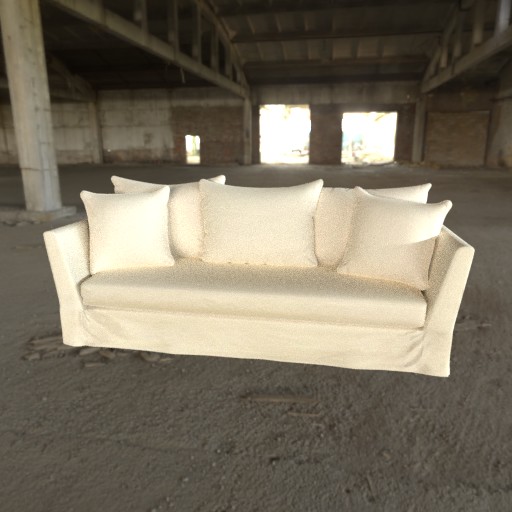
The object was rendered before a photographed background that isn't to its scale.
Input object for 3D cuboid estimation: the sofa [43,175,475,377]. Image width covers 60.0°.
[{"bbox_3d":[0.000,0.000,3.031,2.484,1.042,1.030,2,15,9],"label":"sofa"}]
